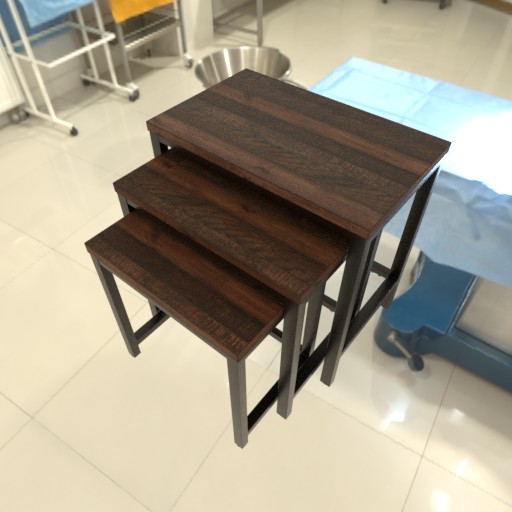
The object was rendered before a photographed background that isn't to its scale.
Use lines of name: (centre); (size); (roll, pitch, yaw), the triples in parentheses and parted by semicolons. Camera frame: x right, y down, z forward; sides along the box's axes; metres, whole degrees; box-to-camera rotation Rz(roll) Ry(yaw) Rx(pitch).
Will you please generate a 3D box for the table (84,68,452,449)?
table: (0.000, 0.000, 1.183); (0.608, 0.616, 0.660); (31, 54, 26)
